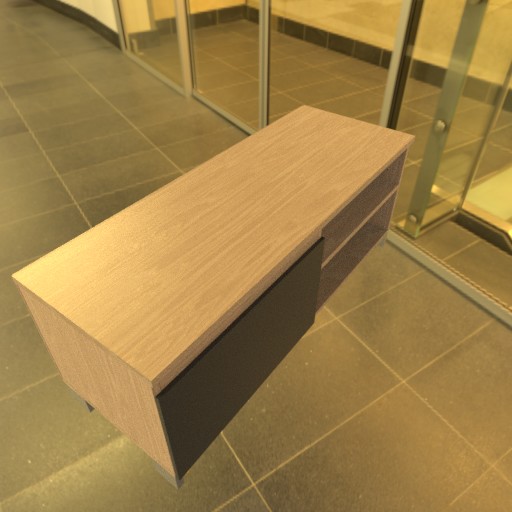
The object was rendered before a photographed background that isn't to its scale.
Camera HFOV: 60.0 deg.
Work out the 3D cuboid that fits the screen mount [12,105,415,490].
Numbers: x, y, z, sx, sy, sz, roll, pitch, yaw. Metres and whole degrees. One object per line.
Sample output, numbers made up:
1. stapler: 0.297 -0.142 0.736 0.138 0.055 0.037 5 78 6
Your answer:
1. screen mount: 0.000 0.000 1.255 0.406 0.432 1.084 26 47 27
